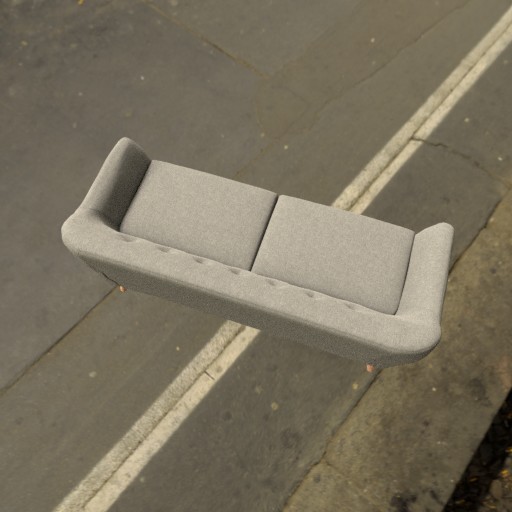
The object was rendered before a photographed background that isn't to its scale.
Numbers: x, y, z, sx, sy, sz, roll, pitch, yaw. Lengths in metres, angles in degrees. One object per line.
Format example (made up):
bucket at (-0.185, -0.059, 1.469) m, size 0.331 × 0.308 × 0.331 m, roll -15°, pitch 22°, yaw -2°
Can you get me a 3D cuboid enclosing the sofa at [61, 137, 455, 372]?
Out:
sofa at (0.000, 0.000, 2.297) m, size 1.840 × 0.820 × 0.820 m, roll 17°, pitch 65°, yaw 8°
